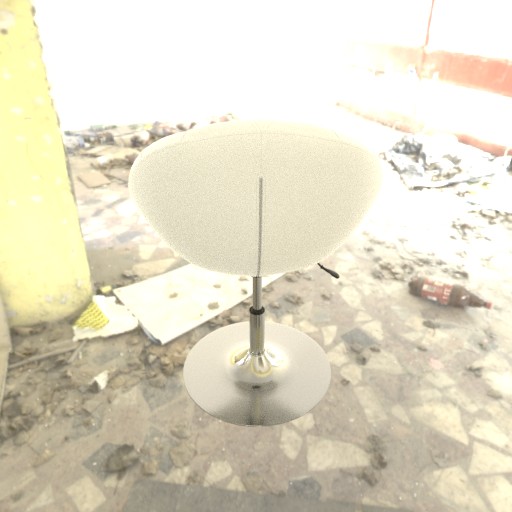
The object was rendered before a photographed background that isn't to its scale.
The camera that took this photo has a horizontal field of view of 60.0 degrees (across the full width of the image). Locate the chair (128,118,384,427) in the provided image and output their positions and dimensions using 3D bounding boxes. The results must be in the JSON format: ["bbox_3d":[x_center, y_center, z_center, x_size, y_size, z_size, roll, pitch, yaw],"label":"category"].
[{"bbox_3d":[0.000,0.000,1.847,0.940,1.261,0.736,-1,30,-2],"label":"chair"}]
